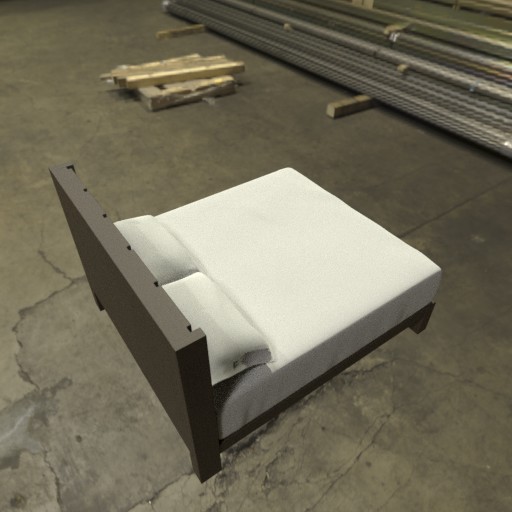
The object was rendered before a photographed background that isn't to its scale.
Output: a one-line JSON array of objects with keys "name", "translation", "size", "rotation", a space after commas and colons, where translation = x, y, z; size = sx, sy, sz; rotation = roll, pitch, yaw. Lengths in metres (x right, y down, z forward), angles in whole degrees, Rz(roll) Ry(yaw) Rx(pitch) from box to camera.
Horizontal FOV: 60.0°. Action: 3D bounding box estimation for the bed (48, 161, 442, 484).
[{"name": "bed", "translation": [0.000, 0.000, 3.111], "size": [1.992, 1.261, 1.735], "rotation": [-25, 47, -26]}]
